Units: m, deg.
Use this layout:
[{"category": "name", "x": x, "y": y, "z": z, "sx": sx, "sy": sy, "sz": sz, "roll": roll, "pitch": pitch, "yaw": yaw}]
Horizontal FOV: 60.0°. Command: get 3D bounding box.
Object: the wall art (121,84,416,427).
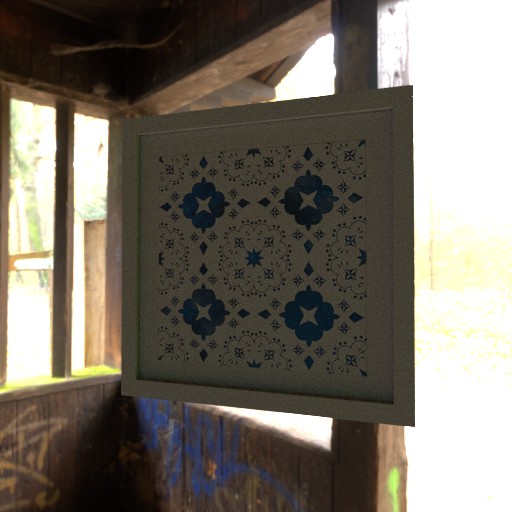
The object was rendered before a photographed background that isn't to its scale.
[{"category": "wall art", "x": 0.000, "y": 0.000, "z": 0.527, "sx": 0.355, "sy": 0.355, "sz": 0.027, "roll": 0, "pitch": -1, "yaw": 18}]
